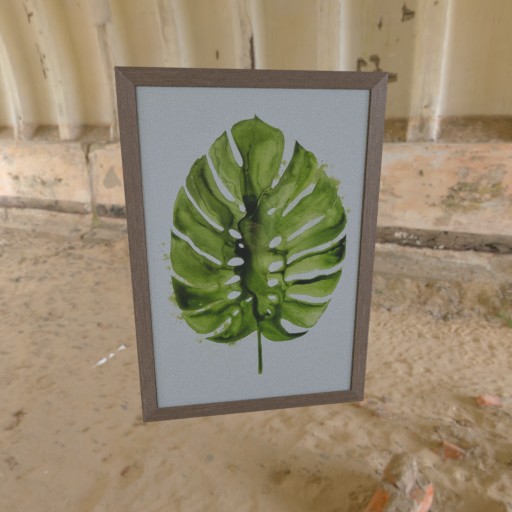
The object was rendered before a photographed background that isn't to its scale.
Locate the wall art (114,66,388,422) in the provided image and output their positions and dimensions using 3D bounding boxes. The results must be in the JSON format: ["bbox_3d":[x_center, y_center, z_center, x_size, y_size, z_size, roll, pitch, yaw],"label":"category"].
[{"bbox_3d":[0.000,0.000,0.656,0.358,0.510,0.032,-3,16,-9],"label":"wall art"}]
